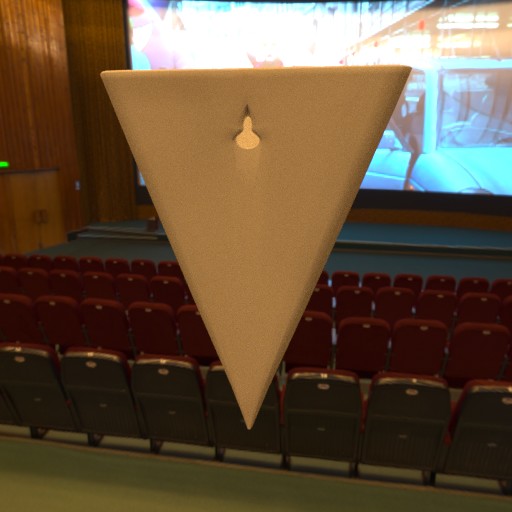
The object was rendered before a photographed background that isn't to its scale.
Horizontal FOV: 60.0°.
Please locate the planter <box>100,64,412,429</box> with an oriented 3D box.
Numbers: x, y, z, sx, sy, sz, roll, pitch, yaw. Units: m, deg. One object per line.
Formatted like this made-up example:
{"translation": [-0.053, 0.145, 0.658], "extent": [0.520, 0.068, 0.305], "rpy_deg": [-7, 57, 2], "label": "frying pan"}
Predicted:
{"translation": [0.000, 0.000, 0.260], "extent": [0.150, 0.197, 0.060], "rpy_deg": [2, 16, 8], "label": "planter"}
